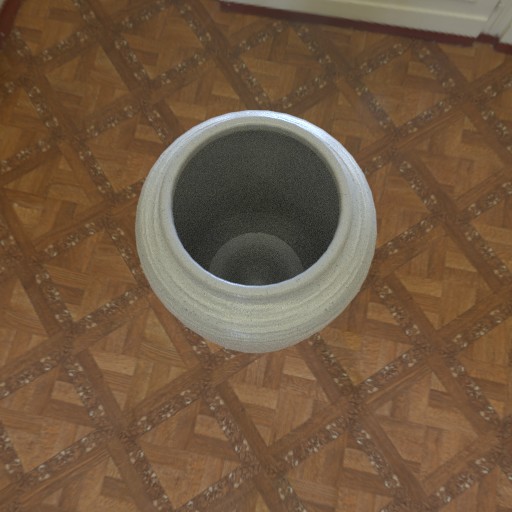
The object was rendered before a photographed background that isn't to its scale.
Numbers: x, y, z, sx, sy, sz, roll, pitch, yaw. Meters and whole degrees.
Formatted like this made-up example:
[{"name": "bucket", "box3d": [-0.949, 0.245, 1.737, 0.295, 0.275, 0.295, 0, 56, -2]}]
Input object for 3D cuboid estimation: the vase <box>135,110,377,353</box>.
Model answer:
[{"name": "vase", "box3d": [0.000, 0.000, 0.475, 0.202, 0.335, 0.202, 0, 77, 0]}]
